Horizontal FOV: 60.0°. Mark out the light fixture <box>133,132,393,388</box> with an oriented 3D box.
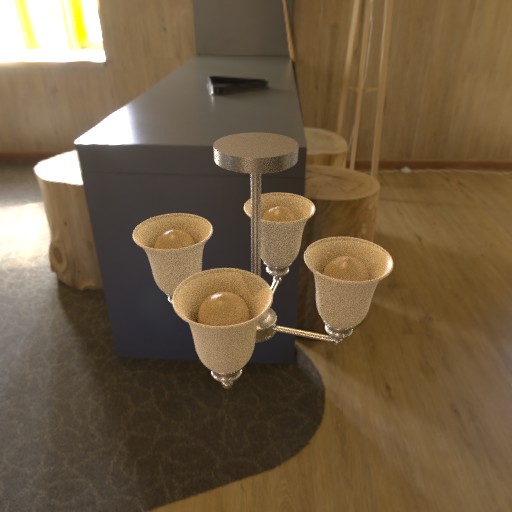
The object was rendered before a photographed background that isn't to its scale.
[{"bbox_3d":[0.000,0.000,0.724,0.427,0.370,0.427,9,32,15],"label":"light fixture"}]
